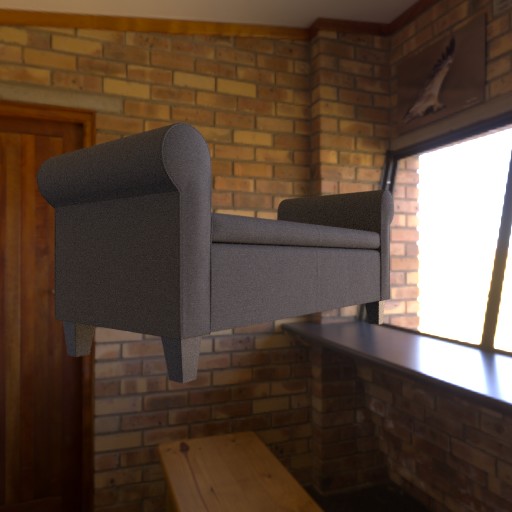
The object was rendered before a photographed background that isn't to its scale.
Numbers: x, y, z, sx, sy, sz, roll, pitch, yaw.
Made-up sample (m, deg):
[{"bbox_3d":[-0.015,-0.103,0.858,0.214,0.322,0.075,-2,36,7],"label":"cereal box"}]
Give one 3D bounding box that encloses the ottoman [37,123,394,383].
[{"bbox_3d":[0.000,0.000,1.516,0.521,0.547,1.256,0,-1,38],"label":"ottoman"}]
